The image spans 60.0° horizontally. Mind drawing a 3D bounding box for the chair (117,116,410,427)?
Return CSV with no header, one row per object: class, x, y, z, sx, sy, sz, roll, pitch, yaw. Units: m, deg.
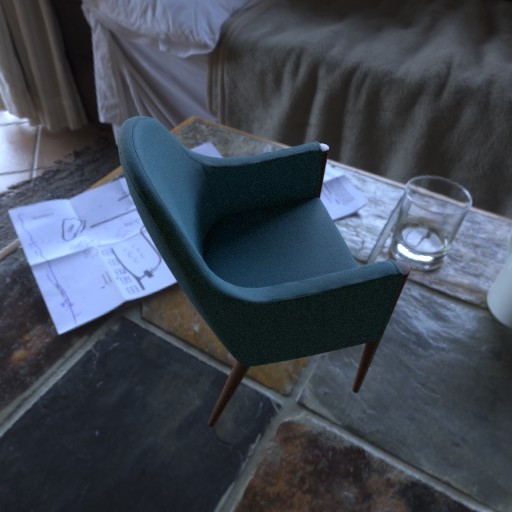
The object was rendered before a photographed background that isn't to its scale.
chair,0.000,0.000,1.376,0.652,0.907,0.656,-10,46,-10
